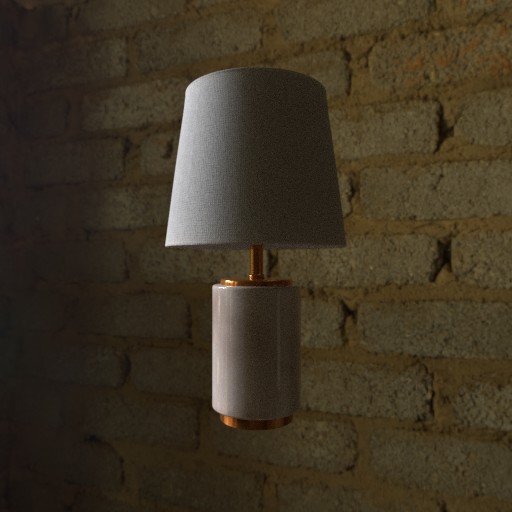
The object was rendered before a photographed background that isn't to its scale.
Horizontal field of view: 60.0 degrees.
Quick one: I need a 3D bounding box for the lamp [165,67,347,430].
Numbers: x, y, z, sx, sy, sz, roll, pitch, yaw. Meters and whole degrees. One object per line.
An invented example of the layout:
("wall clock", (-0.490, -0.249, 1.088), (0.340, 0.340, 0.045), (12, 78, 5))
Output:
("lamp", (0.000, 0.000, 0.472), (0.189, 0.340, 0.189), (0, -1, 0))
